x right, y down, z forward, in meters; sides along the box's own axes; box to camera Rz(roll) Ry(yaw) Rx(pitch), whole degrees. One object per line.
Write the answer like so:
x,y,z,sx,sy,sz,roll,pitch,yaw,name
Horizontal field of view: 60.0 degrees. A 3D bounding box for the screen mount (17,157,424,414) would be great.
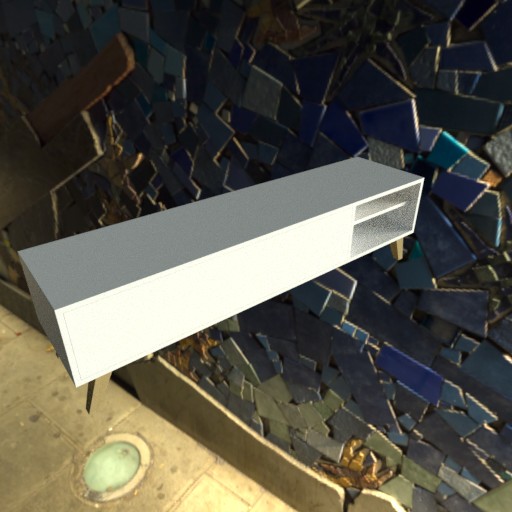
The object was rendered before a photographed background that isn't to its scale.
0.000,0.000,1.841,1.644,0.432,0.399,-21,36,-32,screen mount
